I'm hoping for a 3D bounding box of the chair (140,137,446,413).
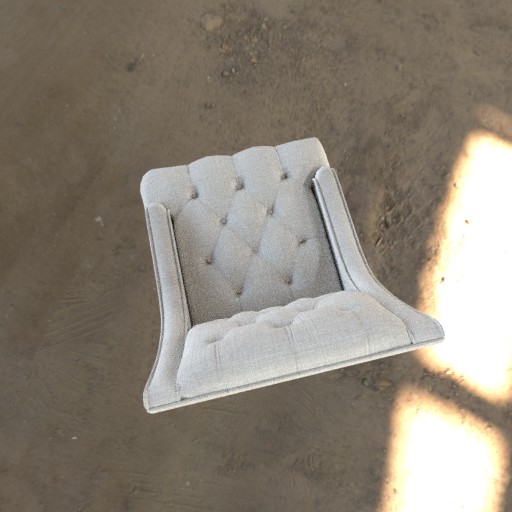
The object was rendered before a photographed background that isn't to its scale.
[{"bbox_3d":[0.000,0.000,1.407,0.658,0.891,0.772,-13,75,-4],"label":"chair"}]
